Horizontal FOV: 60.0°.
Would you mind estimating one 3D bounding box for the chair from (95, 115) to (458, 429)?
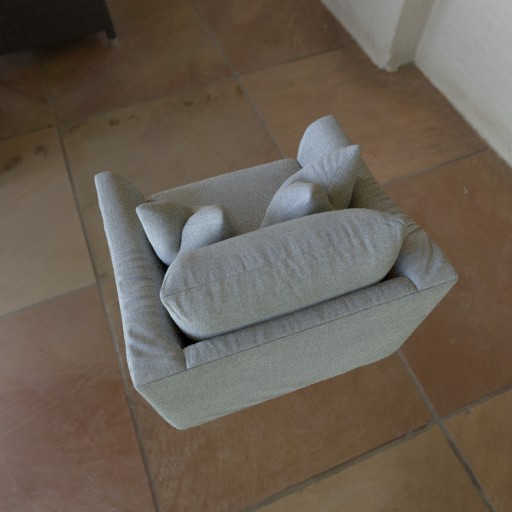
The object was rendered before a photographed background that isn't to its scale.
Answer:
[{"bbox_3d":[0.000,0.000,2.019,1.194,1.059,1.071,-17,61,-10],"label":"chair"}]
